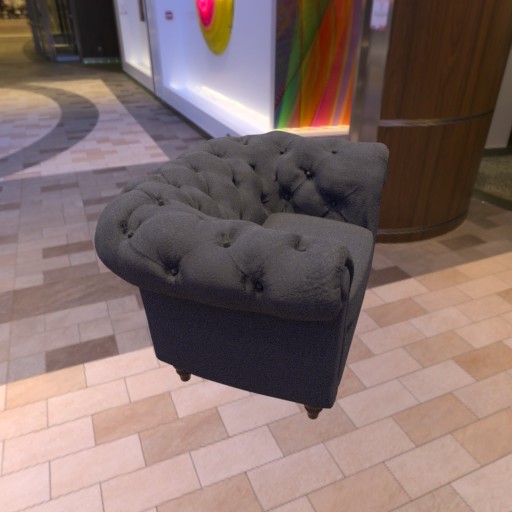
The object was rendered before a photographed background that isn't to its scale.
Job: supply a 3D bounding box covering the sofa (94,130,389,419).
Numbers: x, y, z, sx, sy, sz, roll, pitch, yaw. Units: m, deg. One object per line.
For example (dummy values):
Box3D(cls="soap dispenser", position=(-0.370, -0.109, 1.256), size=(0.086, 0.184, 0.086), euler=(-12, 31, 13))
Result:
Box3D(cls="sofa", position=(0.000, 0.000, 2.070), size=(1.032, 0.878, 1.405), euler=(11, 31, 18))
